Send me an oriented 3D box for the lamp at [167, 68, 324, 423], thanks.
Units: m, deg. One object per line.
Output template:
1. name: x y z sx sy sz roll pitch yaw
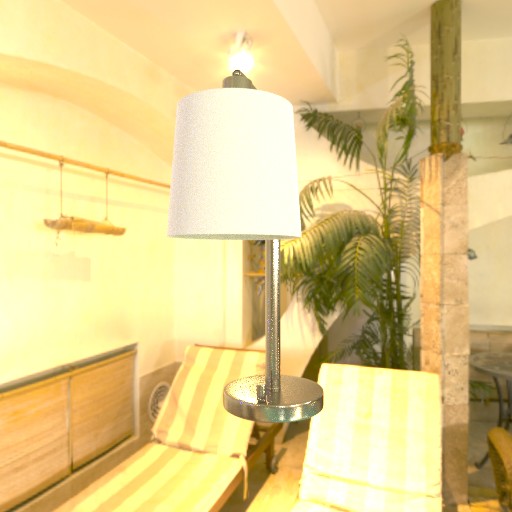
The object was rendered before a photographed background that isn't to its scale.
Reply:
1. lamp: 0.000 0.000 0.647 0.171 0.489 0.333 0 1 20
